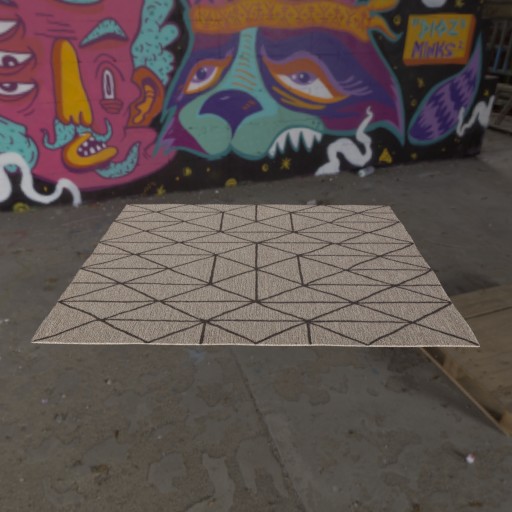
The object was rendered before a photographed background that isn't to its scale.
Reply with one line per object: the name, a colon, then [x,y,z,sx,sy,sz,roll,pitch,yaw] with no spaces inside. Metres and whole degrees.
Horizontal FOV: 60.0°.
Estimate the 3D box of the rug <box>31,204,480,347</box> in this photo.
rug: [0.000,0.000,4.056,3.061,0.022,2.468,0,29,1]
